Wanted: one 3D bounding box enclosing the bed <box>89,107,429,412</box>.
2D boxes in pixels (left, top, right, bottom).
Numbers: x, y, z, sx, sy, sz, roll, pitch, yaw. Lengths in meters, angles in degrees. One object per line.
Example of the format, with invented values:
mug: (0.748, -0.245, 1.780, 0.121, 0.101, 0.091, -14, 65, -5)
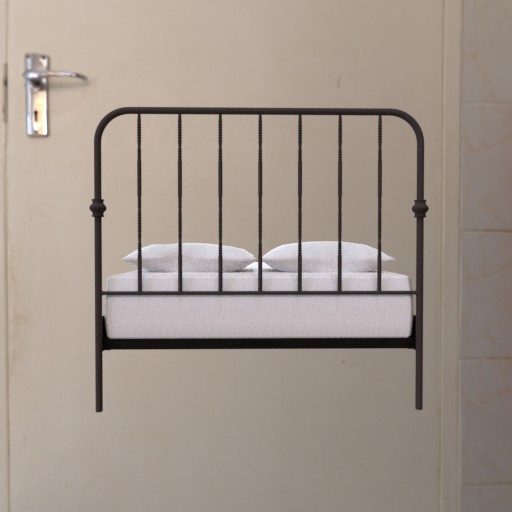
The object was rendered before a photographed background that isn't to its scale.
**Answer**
bed: (0.000, 0.000, 3.148, 1.616, 1.446, 2.134, 0, 1, -1)
